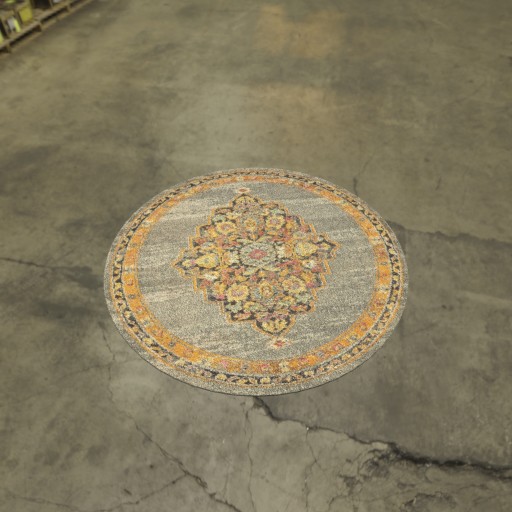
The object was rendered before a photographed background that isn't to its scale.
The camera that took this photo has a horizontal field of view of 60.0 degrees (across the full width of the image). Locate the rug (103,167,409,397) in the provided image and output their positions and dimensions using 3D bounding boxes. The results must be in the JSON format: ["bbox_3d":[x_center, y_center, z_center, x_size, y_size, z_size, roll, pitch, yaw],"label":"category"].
[{"bbox_3d":[0.000,0.000,2.385,1.598,0.010,1.598,0,47,0],"label":"rug"}]
